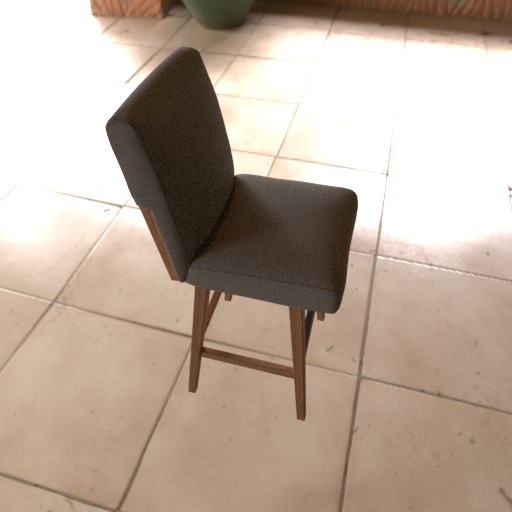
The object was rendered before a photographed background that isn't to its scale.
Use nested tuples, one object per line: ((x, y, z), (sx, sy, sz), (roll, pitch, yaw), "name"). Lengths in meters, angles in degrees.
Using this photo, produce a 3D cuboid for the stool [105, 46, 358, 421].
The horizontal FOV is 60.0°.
((0.000, 0.000, 1.407), (0.570, 1.112, 0.483), (11, 47, 10), "stool")
